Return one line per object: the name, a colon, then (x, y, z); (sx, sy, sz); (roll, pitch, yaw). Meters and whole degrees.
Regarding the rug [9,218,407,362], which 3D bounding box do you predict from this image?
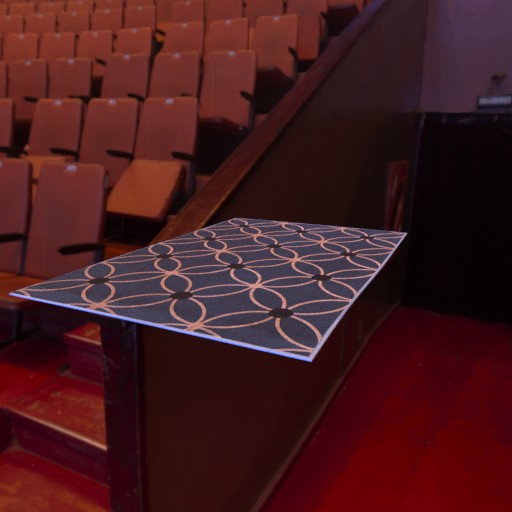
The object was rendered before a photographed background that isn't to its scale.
rug: (0.000, 0.000, 2.781); (1.522, 0.008, 2.284); (7, 16, 25)
